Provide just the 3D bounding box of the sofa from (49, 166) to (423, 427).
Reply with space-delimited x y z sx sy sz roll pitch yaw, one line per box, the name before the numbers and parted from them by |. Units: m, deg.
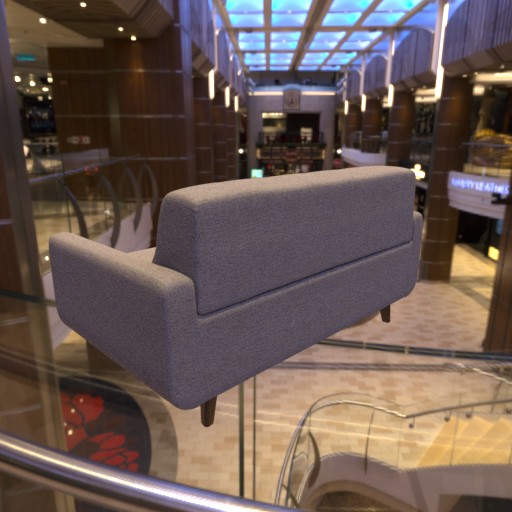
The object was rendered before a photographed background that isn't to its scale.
sofa | 0.000 0.000 2.159 1.631 0.841 0.909 -15 22 -42
